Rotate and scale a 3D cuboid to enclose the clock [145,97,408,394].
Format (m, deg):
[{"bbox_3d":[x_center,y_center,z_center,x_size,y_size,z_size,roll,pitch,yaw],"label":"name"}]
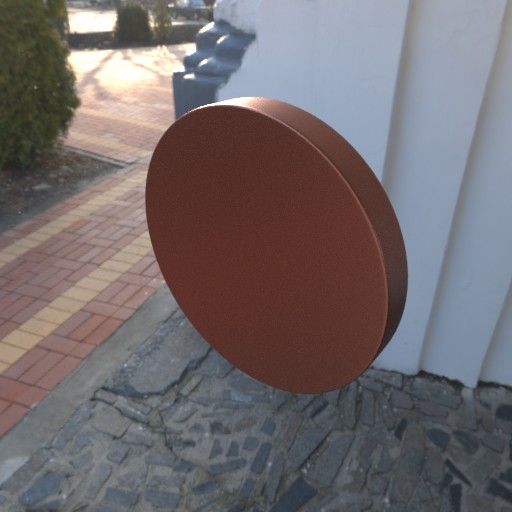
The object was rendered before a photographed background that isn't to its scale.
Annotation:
[{"bbox_3d":[0.000,0.000,0.467,0.313,0.313,0.040,23,38,33],"label":"clock"}]
